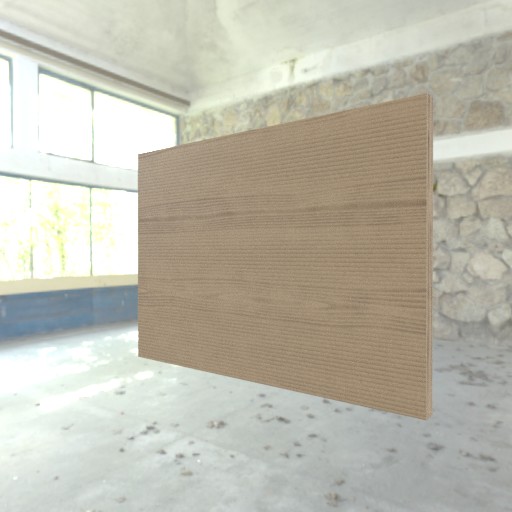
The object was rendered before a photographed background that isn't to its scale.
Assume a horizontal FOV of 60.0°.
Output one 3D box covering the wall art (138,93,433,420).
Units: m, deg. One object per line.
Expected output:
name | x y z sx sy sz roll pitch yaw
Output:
wall art | 0.000 0.000 1.101 0.841 0.609 0.063 0 1 37
